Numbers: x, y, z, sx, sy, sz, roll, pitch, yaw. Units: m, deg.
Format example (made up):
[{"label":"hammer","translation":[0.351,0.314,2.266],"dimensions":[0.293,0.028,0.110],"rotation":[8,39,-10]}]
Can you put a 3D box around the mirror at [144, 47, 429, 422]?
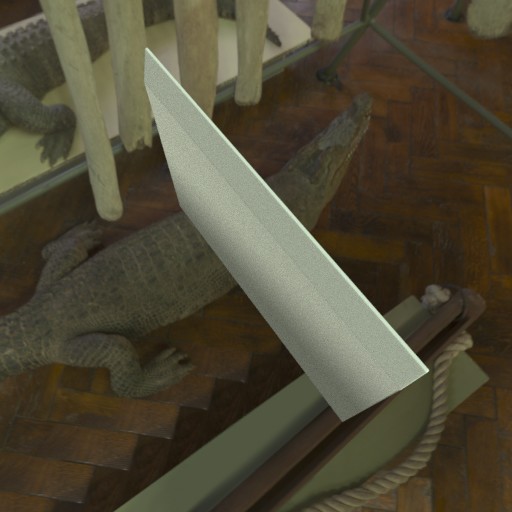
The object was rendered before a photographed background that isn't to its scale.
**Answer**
[{"label":"mirror","translation":[0.000,0.000,1.110],"dimensions":[0.030,0.630,0.870],"rotation":[-33,69,-15]}]
